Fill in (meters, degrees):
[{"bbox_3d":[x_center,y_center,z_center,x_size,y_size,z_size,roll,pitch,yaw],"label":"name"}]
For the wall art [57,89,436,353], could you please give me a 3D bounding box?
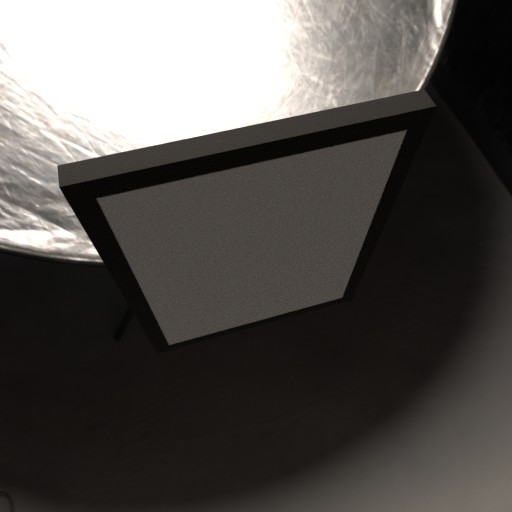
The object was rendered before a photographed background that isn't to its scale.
[{"bbox_3d":[0.000,0.000,0.551,0.329,0.404,0.024,-14,60,-8],"label":"wall art"}]
